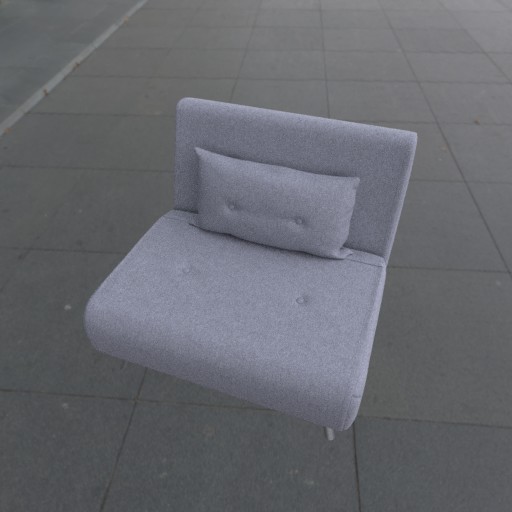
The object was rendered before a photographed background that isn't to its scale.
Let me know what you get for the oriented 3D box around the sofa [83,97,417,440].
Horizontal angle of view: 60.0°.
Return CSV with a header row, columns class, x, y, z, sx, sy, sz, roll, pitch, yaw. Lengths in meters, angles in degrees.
class,x,y,z,sx,sy,sz,roll,pitch,yaw
sofa,0.000,0.000,1.768,1.020,0.825,1.000,14,44,15
